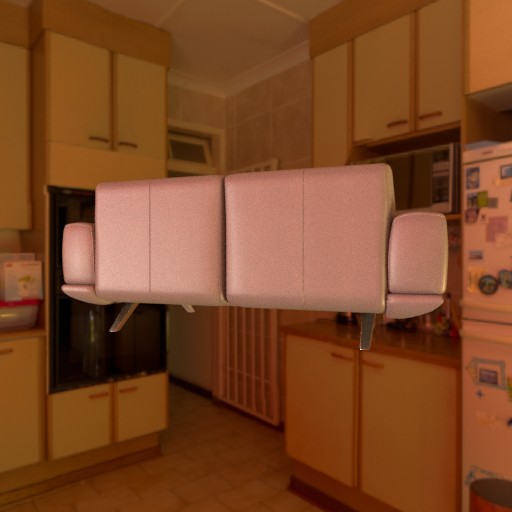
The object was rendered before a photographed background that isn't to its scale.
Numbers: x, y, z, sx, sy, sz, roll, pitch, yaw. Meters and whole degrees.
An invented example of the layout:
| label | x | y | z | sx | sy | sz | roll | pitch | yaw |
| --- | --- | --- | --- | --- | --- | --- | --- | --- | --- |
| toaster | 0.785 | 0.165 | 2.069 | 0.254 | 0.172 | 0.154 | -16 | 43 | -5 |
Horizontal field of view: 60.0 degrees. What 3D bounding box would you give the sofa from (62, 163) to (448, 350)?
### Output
| label | x | y | z | sx | sy | sz | roll | pitch | yaw |
| --- | --- | --- | --- | --- | --- | --- | --- | --- | --- |
| sofa | 0.000 | 0.000 | 2.442 | 1.901 | 0.772 | 0.900 | 0 | 0 | 20 |
